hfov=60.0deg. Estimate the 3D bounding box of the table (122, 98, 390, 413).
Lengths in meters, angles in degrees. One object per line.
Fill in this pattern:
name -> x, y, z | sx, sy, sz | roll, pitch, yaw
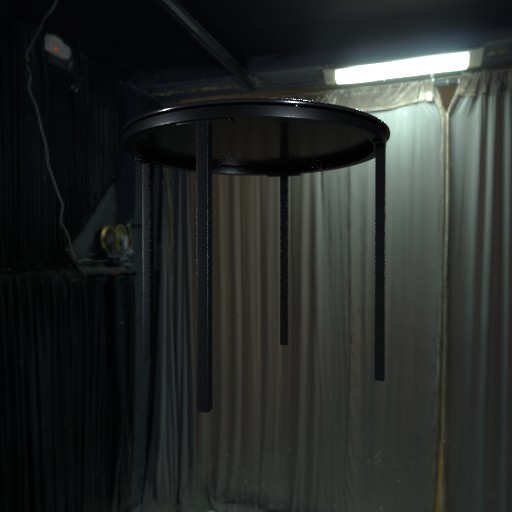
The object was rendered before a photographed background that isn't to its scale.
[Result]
table -> 0.000, 0.000, 0.863 | 0.499, 0.443, 0.499 | 0, 1, 0
